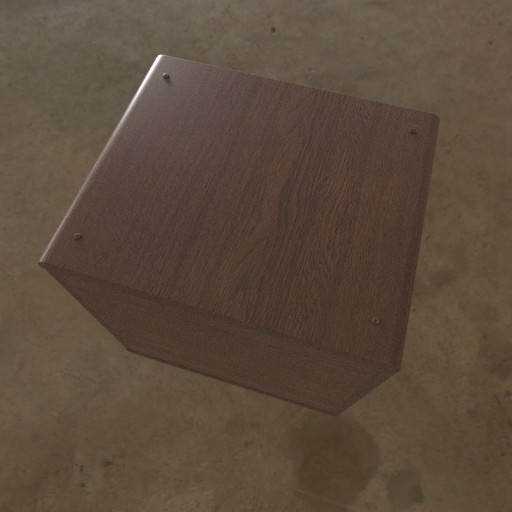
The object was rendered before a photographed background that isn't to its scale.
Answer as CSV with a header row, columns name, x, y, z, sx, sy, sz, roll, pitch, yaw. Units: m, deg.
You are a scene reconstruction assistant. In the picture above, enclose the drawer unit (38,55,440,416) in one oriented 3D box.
name,x,y,z,sx,sy,sz,roll,pitch,yaw
drawer unit,0.000,0.000,0.603,0.344,0.344,0.290,15,65,7
